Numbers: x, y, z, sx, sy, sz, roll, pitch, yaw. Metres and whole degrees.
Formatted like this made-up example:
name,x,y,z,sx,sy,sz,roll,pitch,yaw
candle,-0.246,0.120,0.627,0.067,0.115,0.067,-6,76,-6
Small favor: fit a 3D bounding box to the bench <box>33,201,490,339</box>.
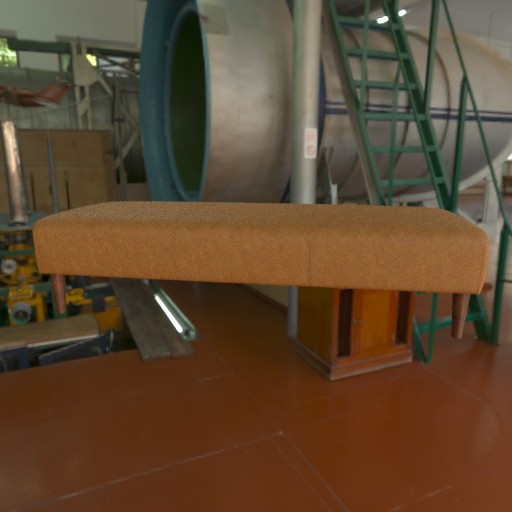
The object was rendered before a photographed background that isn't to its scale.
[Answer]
name,x,y,z,sx,sy,sz,roll,pitch,yaw
bench,0.000,0.000,1.842,1.610,0.399,0.653,2,13,9
